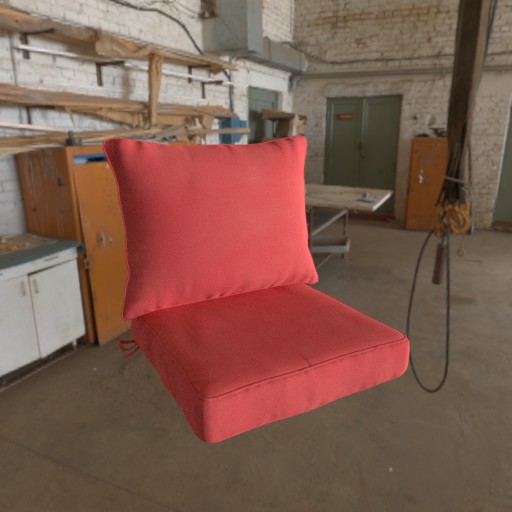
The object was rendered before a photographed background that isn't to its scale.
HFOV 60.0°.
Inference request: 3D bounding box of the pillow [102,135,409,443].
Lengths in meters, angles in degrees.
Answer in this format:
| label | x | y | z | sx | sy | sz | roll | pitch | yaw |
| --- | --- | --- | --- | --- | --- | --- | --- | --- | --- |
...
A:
| label | x | y | z | sx | sy | sz | roll | pitch | yaw |
| --- | --- | --- | --- | --- | --- | --- | --- | --- | --- |
| pillow | 0.000 | 0.000 | 1.404 | 0.798 | 0.725 | 0.733 | -9 | 18 | -28 |
